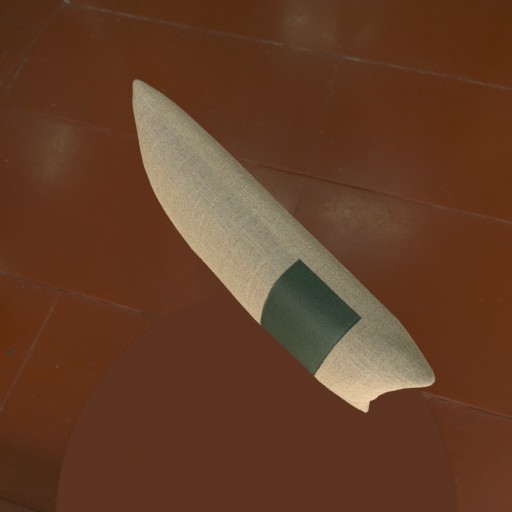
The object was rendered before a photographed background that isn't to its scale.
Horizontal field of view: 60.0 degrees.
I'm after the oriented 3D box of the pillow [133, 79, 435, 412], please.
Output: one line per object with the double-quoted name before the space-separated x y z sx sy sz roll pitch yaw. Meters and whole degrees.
"pillow" 0.000 0.000 1.028 0.197 0.429 0.859 -37 69 -17
